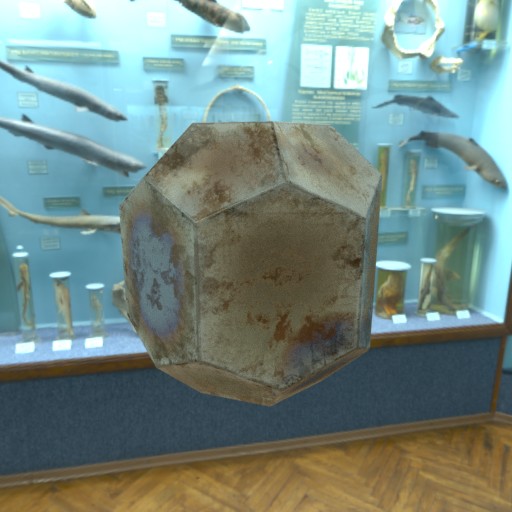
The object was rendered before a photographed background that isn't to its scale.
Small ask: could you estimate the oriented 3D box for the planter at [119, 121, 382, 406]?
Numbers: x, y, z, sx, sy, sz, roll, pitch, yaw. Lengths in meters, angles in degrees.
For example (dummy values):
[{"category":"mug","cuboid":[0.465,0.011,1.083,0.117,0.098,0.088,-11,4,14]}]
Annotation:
[{"category":"planter","cuboid":[0.000,0.000,0.420,0.243,0.238,0.221,-2,14,-10]}]
